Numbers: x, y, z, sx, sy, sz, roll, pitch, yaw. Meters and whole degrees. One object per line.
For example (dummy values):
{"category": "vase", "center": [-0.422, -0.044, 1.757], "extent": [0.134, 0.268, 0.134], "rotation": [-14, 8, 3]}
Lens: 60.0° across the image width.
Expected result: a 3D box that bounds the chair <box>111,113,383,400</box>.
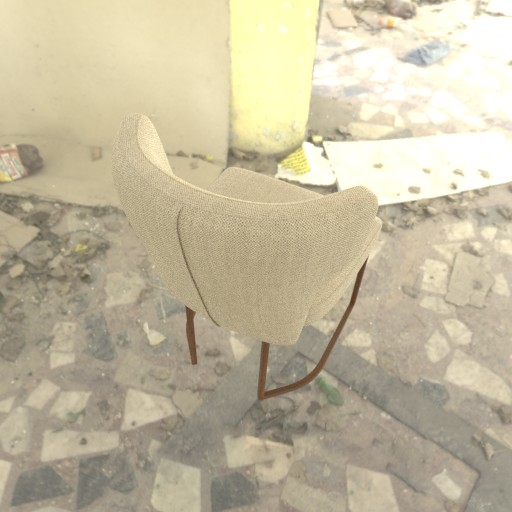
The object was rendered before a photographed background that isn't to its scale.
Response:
{"category": "chair", "center": [0.000, 0.000, 1.254], "extent": [0.611, 0.824, 0.617], "rotation": [22, 52, 19]}
